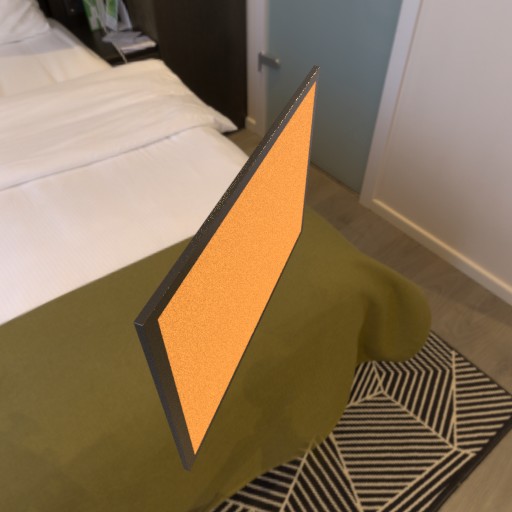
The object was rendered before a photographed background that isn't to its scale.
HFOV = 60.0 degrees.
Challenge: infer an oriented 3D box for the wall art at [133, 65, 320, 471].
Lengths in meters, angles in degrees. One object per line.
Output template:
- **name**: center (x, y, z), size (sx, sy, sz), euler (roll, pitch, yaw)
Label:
- **wall art**: center (0.000, 0.000, 1.025), size (0.015, 0.552, 0.819), euler (16, 49, 15)
